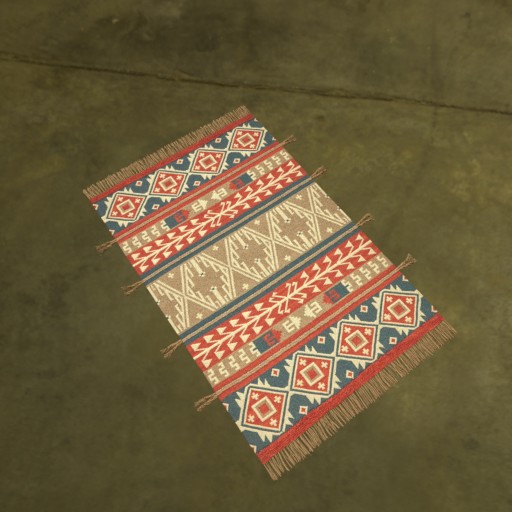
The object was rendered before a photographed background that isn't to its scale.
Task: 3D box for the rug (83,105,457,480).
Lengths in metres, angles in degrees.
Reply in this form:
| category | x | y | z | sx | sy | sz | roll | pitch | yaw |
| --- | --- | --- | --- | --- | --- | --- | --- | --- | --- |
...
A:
| category | x | y | z | sx | sy | sz | roll | pitch | yaw |
| --- | --- | --- | --- | --- | --- | --- | --- | --- | --- |
| rug | 0.000 | 0.000 | 3.112 | 1.778 | 0.048 | 2.450 | -33 | 68 | -15 |
